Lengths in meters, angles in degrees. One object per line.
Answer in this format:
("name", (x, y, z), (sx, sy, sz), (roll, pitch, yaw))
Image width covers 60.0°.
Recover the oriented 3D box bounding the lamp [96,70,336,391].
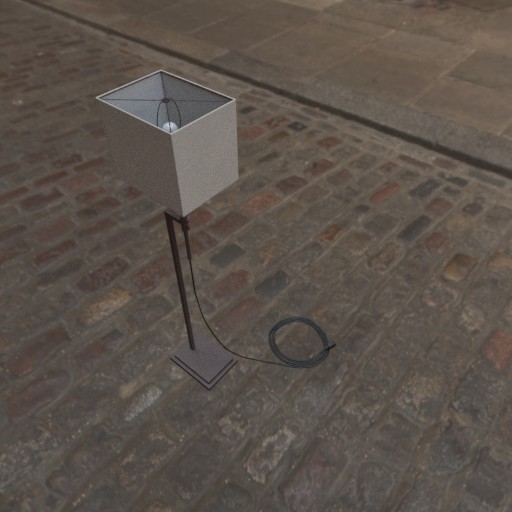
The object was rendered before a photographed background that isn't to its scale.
("lamp", (0.000, 0.000, 2.043), (0.698, 1.600, 0.774), (31, 53, 27))
